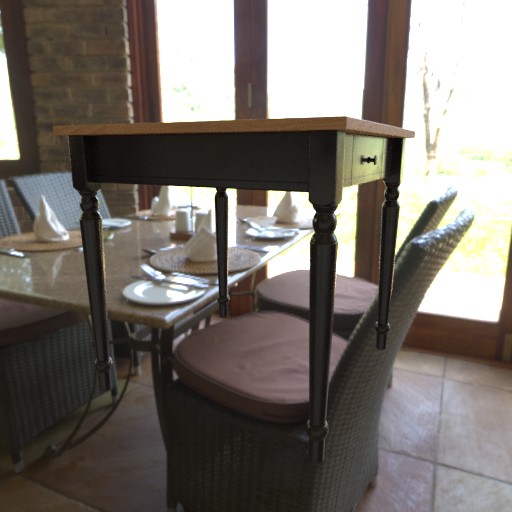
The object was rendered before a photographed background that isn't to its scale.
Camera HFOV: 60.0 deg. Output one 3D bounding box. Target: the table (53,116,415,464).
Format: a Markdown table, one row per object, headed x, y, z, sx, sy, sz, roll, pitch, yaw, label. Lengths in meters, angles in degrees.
| x | y | z | sx | sy | sz | roll | pitch | yaw | label |
| --- | --- | --- | --- | --- | --- | --- | --- | --- | --- |
| 0.000 | 0.000 | 1.338 | 0.747 | 0.738 | 0.747 | 7 | 15 | 27 | table |
